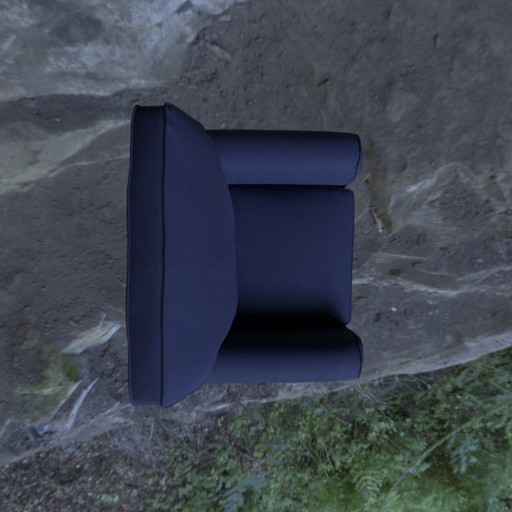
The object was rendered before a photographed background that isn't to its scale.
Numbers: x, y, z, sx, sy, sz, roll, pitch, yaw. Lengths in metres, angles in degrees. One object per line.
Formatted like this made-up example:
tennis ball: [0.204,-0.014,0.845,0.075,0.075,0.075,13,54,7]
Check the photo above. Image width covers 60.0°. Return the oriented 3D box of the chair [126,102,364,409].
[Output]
chair: [0.000,0.000,2.003,1.002,1.140,1.119,0,89,-1]
